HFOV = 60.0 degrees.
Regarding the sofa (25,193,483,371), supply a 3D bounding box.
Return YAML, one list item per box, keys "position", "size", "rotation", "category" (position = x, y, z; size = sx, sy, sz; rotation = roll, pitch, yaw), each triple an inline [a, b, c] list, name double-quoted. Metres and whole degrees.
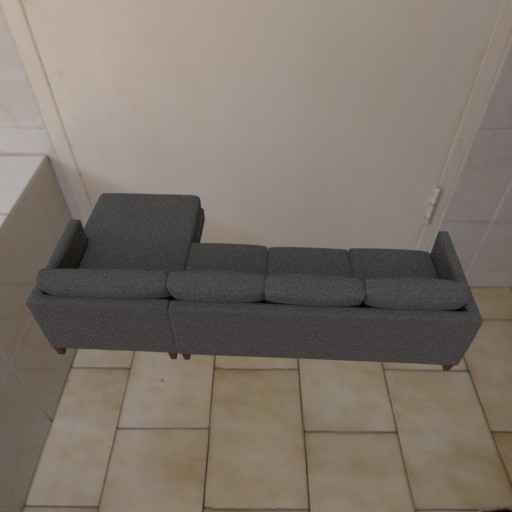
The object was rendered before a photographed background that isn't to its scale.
- position: [0.000, 0.000, 3.795]
  size: [3.186, 0.846, 1.625]
  rotation: [2, 45, 2]
  category: "sofa"
